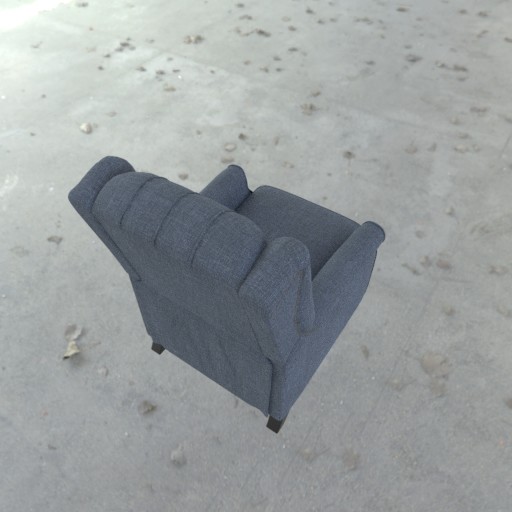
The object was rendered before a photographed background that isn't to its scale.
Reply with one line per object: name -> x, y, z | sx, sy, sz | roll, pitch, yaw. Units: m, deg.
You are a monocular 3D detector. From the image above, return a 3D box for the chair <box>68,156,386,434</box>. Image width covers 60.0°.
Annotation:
chair -> 0.000, 0.000, 1.660 | 0.742, 1.035, 0.898 | 27, 53, 22
